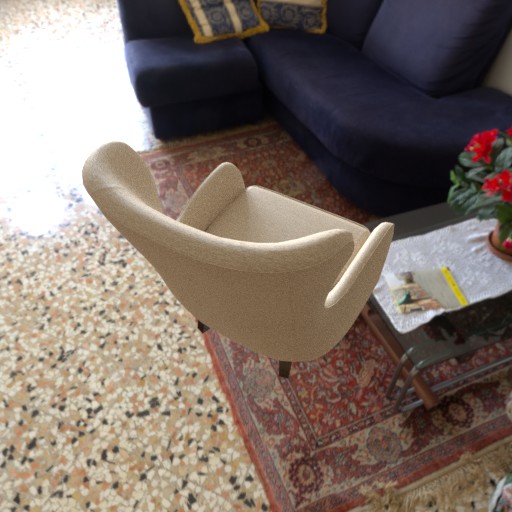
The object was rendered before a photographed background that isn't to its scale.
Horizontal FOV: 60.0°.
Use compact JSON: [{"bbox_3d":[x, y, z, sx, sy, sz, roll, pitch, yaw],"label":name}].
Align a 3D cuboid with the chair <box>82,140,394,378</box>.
[{"bbox_3d":[0.000,0.000,1.774,0.861,1.064,0.984,24,51,22],"label":"chair"}]
